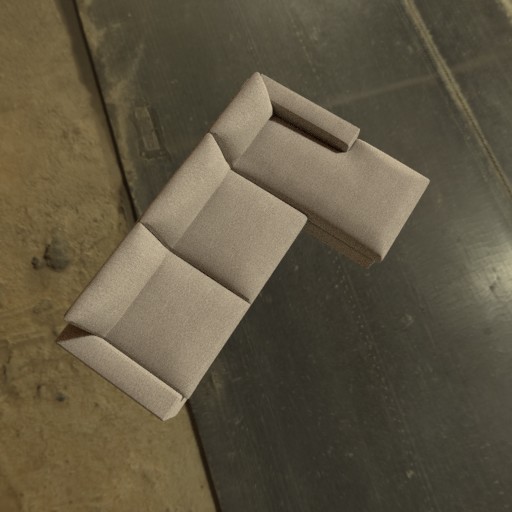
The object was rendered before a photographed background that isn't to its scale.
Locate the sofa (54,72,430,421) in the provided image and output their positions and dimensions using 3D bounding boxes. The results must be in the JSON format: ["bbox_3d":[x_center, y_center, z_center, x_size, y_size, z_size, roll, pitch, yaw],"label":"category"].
[{"bbox_3d":[0.000,0.000,3.451,1.689,0.813,2.718,32,77,9],"label":"sofa"}]
